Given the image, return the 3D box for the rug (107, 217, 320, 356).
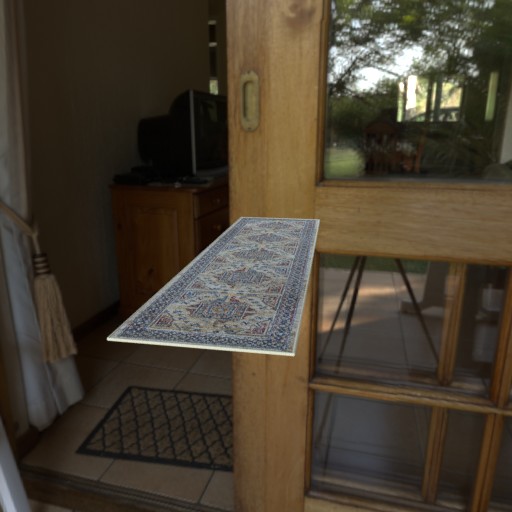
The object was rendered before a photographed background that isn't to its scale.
[{"bbox_3d":[0.000,0.000,2.588,0.661,0.013,2.297,3,16,10],"label":"rug"}]
